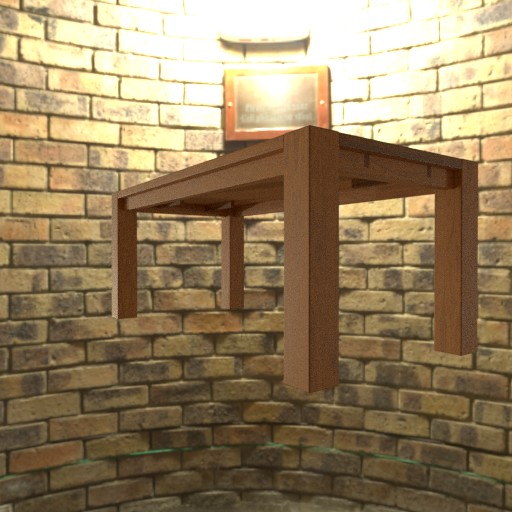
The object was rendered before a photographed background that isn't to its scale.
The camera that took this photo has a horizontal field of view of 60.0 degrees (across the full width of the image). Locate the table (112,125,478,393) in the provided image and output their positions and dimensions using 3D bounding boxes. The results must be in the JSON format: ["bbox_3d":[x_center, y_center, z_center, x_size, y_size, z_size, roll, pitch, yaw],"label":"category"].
[{"bbox_3d":[0.000,0.000,2.246,0.900,0.760,1.800,0,1,-35],"label":"table"}]
